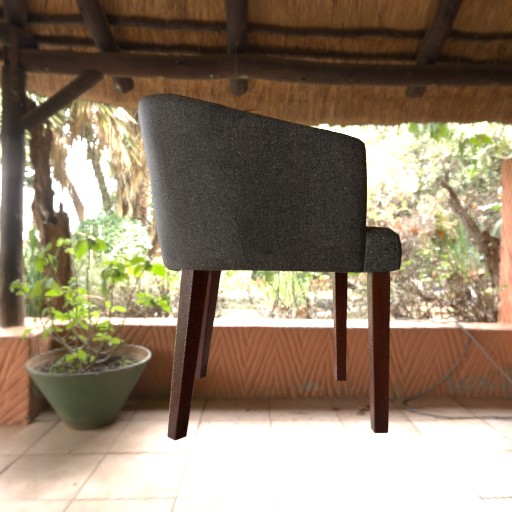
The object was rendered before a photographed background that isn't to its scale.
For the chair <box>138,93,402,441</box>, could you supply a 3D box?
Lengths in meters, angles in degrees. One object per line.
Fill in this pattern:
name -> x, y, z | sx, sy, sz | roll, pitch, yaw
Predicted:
chair -> 0.000, 0.000, 1.245 | 0.655, 0.811, 0.583 | 0, -1, -1
